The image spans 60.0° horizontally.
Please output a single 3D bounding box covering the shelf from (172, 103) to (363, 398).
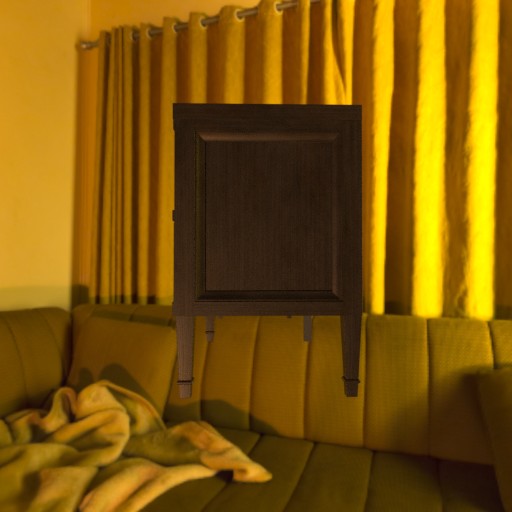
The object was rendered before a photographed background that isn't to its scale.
[{"bbox_3d":[0.000,0.000,1.861,0.479,0.719,1.575,0,-1,-1],"label":"shelf"}]
